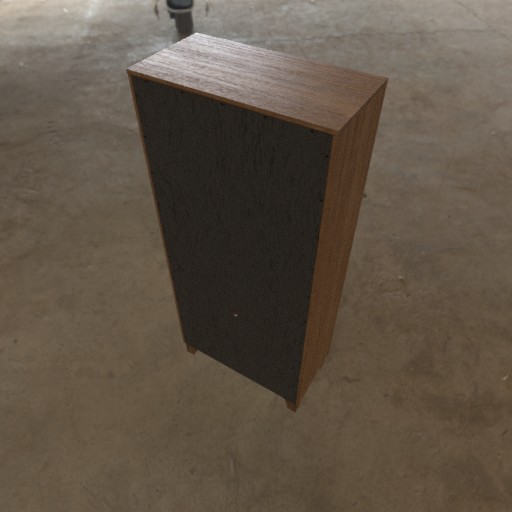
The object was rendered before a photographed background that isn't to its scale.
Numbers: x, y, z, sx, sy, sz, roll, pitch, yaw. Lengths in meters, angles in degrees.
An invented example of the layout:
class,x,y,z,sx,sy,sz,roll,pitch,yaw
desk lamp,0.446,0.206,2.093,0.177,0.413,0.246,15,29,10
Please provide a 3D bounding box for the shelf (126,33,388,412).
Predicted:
class,x,y,z,sx,sy,sz,roll,pitch,yaw
shelf,0.000,0.000,2.322,0.864,1.930,0.453,24,50,21
